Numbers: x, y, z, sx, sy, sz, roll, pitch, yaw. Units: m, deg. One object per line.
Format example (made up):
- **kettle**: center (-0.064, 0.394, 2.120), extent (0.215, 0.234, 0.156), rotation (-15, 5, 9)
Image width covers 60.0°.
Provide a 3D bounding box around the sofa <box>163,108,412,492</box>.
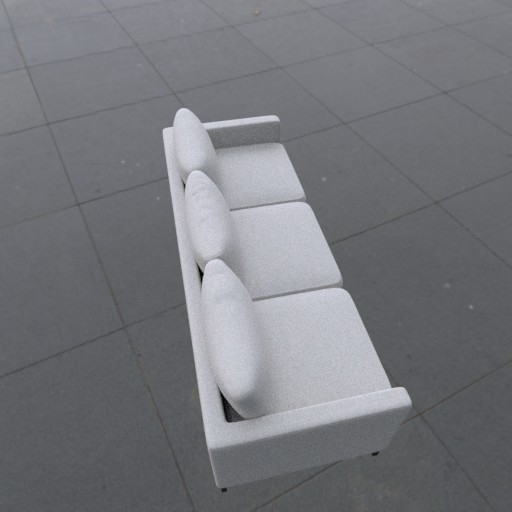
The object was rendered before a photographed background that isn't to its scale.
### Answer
- **sofa**: center (0.000, 0.000, 2.590), extent (0.859, 0.874, 2.218), rotation (-9, 49, -8)
